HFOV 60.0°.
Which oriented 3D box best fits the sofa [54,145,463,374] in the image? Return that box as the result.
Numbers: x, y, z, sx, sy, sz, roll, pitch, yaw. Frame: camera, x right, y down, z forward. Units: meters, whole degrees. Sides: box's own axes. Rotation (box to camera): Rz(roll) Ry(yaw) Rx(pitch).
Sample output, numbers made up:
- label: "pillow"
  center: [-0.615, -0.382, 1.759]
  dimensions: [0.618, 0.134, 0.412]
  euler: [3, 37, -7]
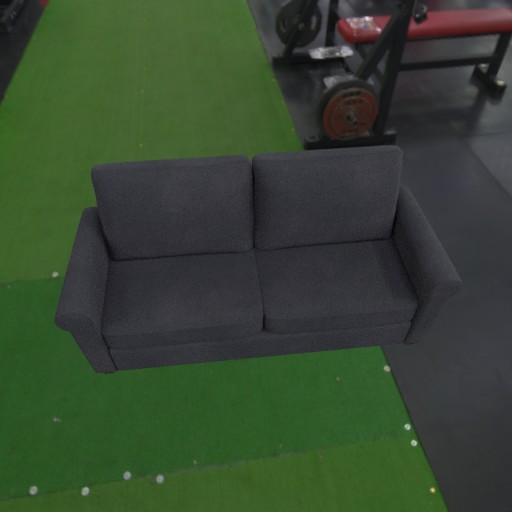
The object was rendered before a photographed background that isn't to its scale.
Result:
- label: "sofa"
  center: [0.000, 0.000, 2.444]
  dimensions: [1.935, 0.942, 0.842]
  euler: [-5, 48, -4]
